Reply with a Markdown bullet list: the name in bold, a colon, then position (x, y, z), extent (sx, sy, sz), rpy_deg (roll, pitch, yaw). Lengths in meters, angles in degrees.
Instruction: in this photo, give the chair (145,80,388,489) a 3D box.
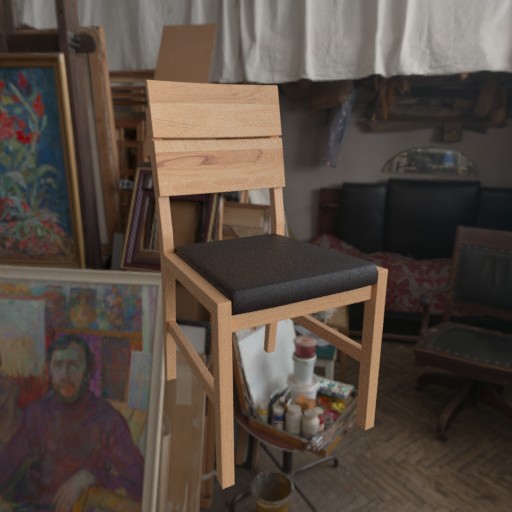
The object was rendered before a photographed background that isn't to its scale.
- **chair**: position (0.000, 0.000, 1.254), extent (0.475, 0.950, 0.560), rpy_deg (-9, 19, -27)
